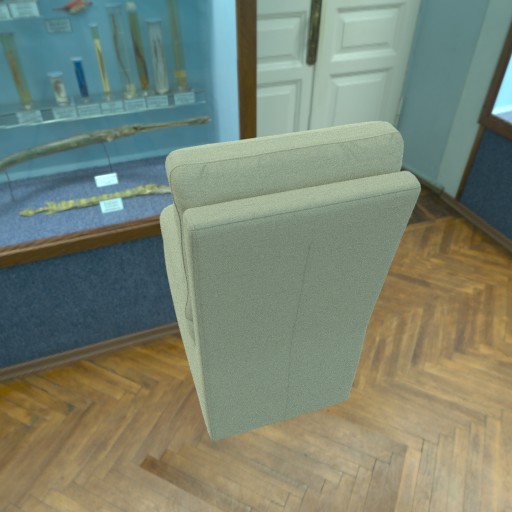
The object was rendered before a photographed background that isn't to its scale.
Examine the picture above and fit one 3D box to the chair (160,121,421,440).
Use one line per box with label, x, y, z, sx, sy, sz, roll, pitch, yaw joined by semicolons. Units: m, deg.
chair;0.000;0.000;1.319;0.503;0.927;0.698;-12;41;-14
